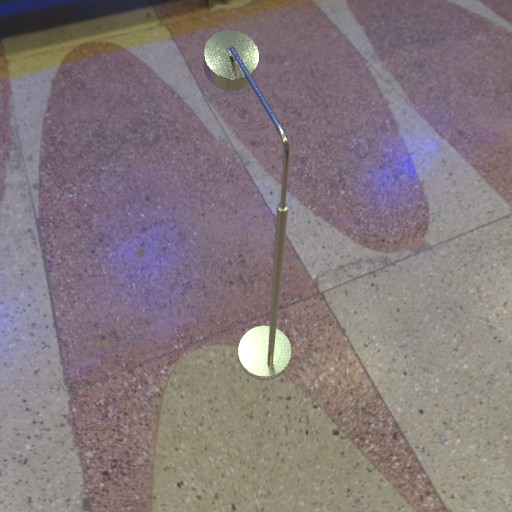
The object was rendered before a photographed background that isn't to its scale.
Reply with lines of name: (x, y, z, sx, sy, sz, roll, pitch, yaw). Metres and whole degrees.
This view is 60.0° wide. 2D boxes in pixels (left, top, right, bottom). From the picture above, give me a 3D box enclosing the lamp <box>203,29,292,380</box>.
lamp: (0.000, 0.000, 1.385, 0.222, 1.250, 0.421, -18, 60, -11)
